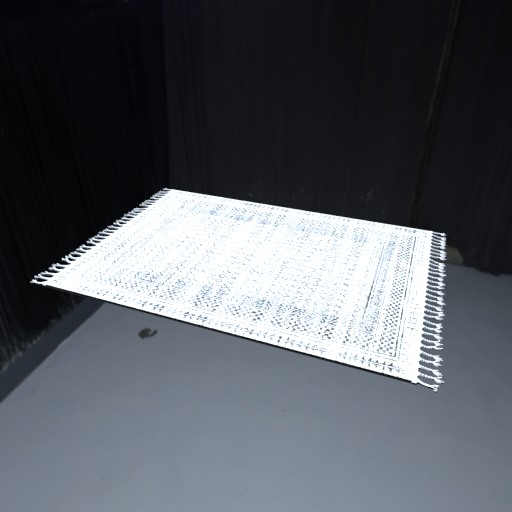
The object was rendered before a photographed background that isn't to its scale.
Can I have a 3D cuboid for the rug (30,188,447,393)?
[{"bbox_3d":[0.000,0.000,2.316,1.872,0.013,1.243,11,33,18],"label":"rug"}]
